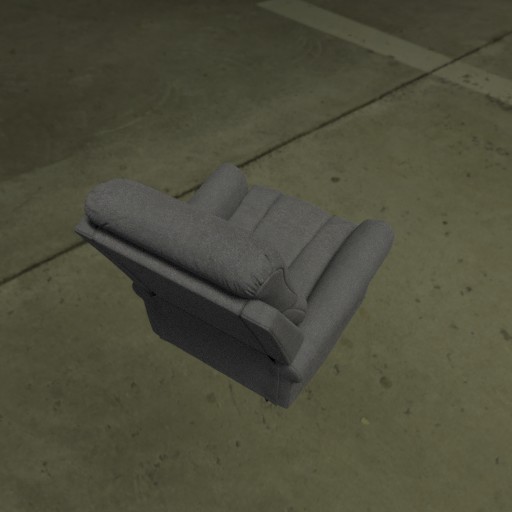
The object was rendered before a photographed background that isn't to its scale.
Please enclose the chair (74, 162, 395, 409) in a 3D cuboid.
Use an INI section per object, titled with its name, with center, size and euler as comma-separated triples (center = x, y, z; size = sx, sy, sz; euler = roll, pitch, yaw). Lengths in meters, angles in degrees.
[chair]
center = 0.000, 0.000, 1.743
size = 0.871, 1.031, 0.979
euler = 24, 52, 21
